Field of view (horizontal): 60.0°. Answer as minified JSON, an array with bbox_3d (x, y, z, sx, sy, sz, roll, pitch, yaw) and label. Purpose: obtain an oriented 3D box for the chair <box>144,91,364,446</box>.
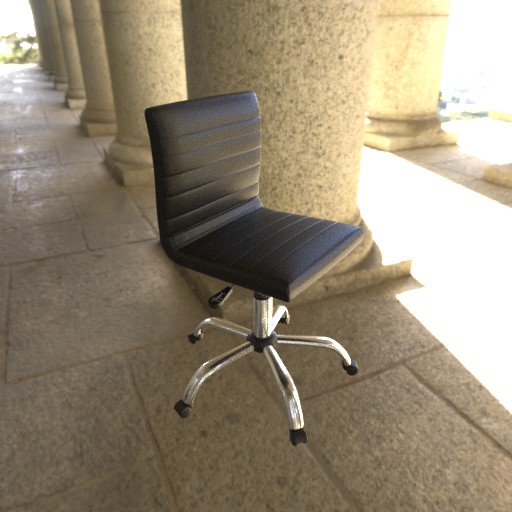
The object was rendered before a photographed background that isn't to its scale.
[{"bbox_3d":[0.000,0.000,1.177,0.530,0.780,0.556,18,32,31],"label":"chair"}]
